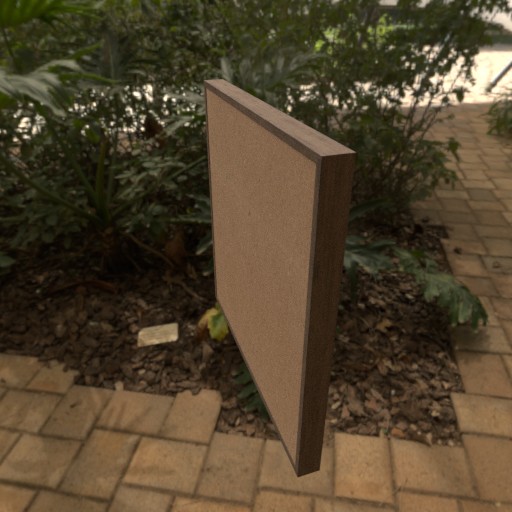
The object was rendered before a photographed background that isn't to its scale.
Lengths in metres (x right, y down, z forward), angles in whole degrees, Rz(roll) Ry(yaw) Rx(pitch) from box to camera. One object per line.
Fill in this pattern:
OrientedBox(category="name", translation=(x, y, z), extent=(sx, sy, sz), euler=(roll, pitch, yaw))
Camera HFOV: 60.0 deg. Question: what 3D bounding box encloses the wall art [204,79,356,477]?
OrientedBox(category="wall art", translation=(0.000, 0.000, 0.773), extent=(0.038, 0.508, 0.508), euler=(-10, 31, -16))
